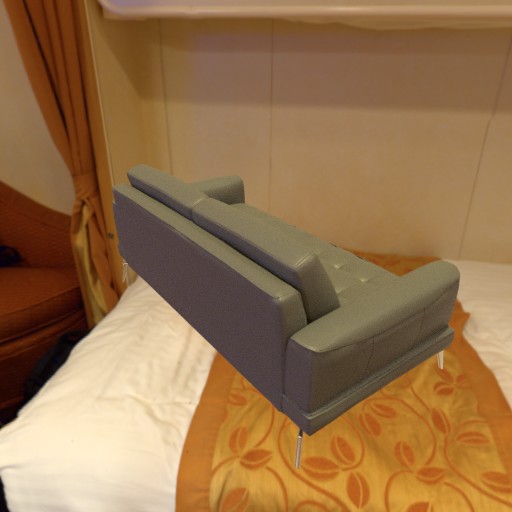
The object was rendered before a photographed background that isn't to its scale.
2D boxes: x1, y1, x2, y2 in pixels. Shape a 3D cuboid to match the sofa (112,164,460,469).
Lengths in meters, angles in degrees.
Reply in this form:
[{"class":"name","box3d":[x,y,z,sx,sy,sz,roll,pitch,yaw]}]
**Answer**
[{"class":"sofa","box3d":[0.000,0.000,2.779,1.121,0.930,2.177,-18,32,-32]}]
